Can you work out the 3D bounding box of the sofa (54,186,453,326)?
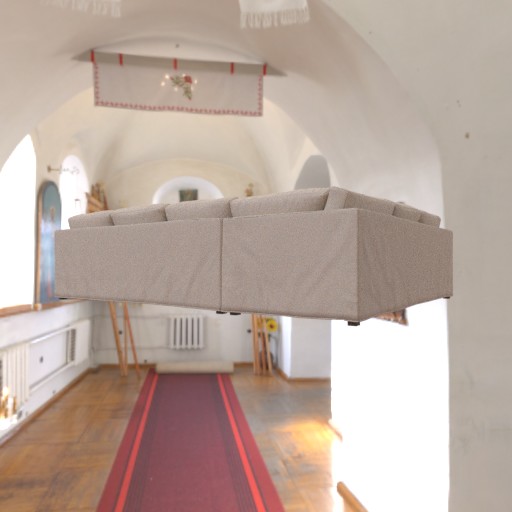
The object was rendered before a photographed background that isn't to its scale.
[{"bbox_3d":[0.000,0.000,4.425,3.182,0.871,2.432,0,-1,36],"label":"sofa"}]
